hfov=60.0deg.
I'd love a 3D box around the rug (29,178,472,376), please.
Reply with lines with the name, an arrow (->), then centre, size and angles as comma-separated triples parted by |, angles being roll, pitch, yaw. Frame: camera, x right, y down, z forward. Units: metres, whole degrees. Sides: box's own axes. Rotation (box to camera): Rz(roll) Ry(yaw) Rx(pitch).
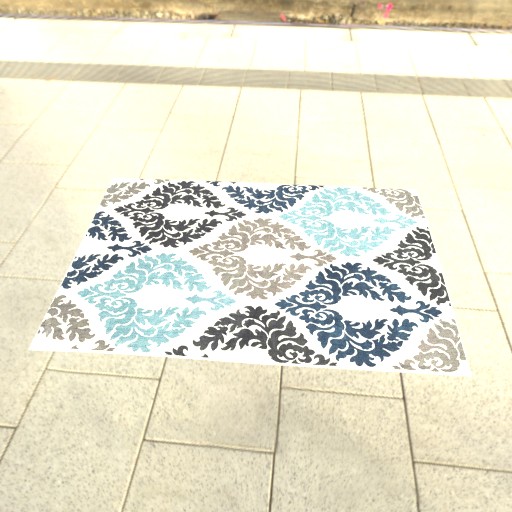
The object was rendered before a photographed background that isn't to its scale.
rug -> 0.000, 0.000, 2.781 | 2.275, 0.014, 1.514 | 3, 46, 3
